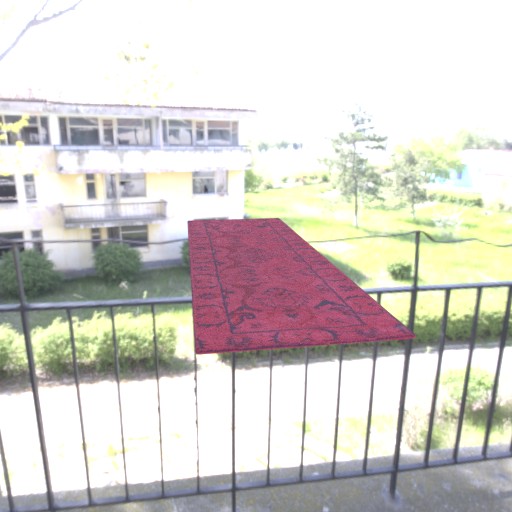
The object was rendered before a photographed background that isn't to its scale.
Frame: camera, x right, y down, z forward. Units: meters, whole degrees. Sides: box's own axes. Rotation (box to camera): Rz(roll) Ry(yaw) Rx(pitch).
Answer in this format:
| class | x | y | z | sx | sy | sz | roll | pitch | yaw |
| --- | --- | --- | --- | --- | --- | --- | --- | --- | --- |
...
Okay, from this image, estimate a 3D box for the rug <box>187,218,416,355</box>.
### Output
| class | x | y | z | sx | sy | sz | roll | pitch | yaw |
| --- | --- | --- | --- | --- | --- | --- | --- | --- | --- |
| rug | 0.000 | 0.000 | 2.740 | 0.813 | 0.018 | 2.439 | -2 | 15 | -9 |
